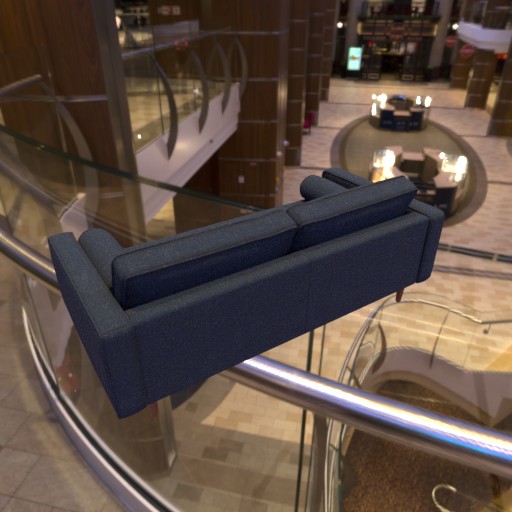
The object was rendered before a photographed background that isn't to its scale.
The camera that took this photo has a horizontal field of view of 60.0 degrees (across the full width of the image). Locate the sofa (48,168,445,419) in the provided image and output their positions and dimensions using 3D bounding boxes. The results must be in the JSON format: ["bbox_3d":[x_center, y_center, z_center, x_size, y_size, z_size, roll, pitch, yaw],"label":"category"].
[{"bbox_3d":[0.000,0.000,2.373,1.880,0.762,0.914,-18,35,-28],"label":"sofa"}]
